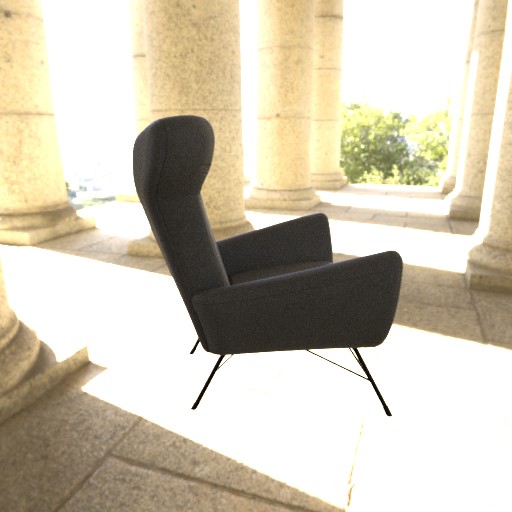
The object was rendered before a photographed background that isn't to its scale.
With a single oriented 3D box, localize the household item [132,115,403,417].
[{"bbox_3d":[0.000,0.000,1.772,0.900,1.050,0.980,-2,16,-9],"label":"household item"}]
